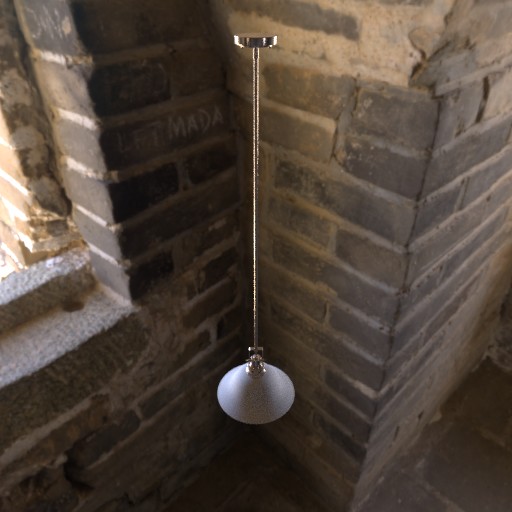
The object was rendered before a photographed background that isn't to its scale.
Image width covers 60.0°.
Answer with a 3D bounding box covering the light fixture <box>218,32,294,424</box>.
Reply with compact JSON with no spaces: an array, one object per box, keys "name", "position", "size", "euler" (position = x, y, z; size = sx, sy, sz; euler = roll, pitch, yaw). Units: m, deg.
[{"name":"light fixture","position":[0.000,0.000,1.510],"size":[0.324,1.354,0.324],"euler":[-1,32,-1]}]
